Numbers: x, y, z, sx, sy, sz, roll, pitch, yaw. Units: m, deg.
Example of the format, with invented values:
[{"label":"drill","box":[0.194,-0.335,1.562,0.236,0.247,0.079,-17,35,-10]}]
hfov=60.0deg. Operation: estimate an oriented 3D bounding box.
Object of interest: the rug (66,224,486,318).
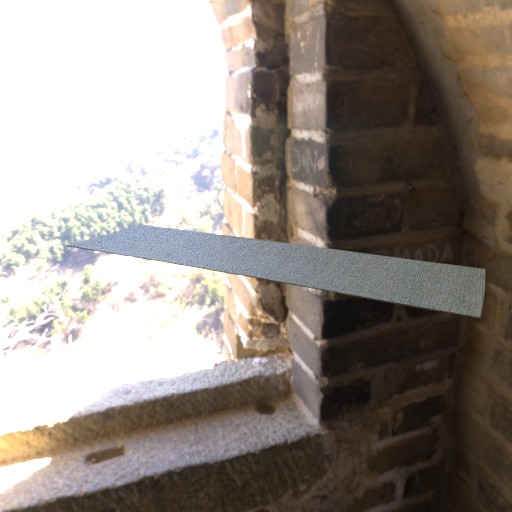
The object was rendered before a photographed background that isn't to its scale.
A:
[{"label":"rug","box":[0.000,0.000,2.529,2.340,0.013,0.686,9,18,27]}]
